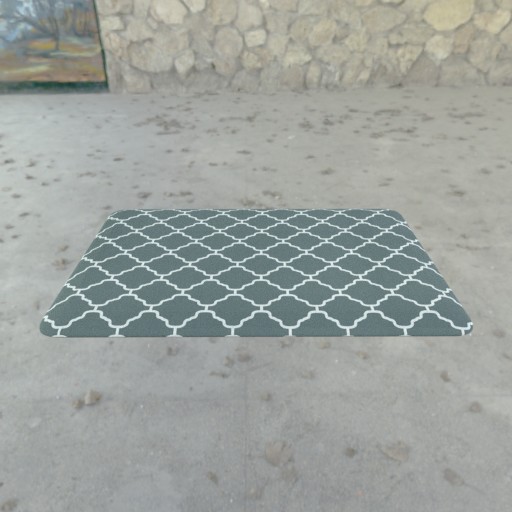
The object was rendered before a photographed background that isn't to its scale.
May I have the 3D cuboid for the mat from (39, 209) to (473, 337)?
[{"bbox_3d":[0.000,0.000,0.966,0.762,0.021,0.508,0,31,0],"label":"mat"}]
